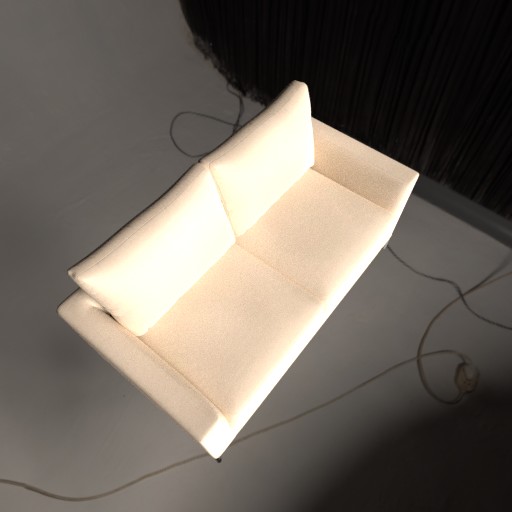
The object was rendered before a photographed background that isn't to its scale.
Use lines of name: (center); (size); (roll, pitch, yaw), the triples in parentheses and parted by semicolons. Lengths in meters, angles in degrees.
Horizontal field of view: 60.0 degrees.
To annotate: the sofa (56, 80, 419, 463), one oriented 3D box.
sofa: (0.000, 0.000, 2.326); (0.906, 0.995, 1.739); (34, 64, 20)
